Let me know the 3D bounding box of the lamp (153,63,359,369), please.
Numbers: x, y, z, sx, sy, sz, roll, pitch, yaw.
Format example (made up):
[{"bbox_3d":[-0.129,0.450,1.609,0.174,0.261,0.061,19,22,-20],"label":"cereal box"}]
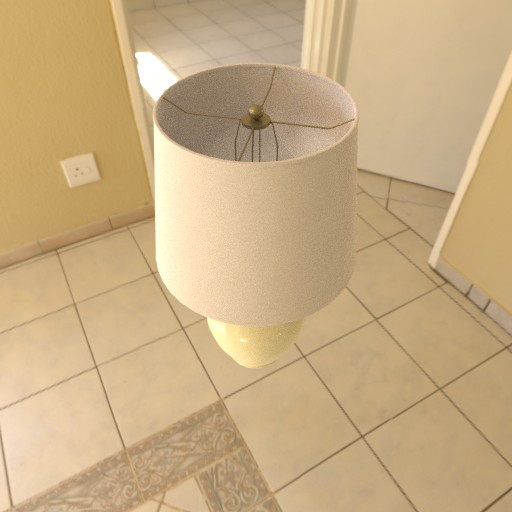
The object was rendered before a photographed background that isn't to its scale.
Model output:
[{"bbox_3d":[0.000,0.000,0.551,0.239,0.399,0.239,0,46,0],"label":"lamp"}]
